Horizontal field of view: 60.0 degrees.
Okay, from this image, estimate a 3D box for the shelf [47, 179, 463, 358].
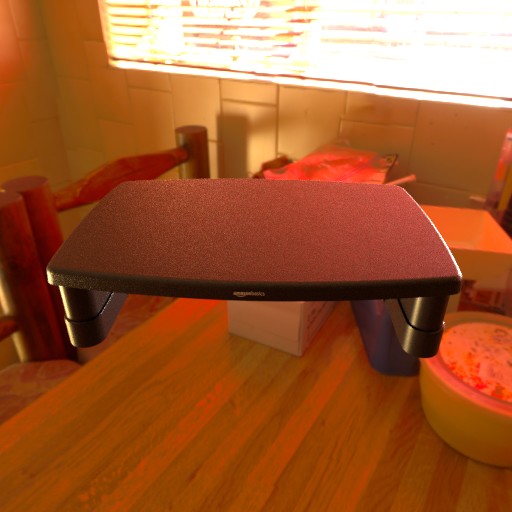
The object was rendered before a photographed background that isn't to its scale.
[{"bbox_3d":[0.000,0.000,0.538,0.410,0.100,0.280,1,30,2],"label":"shelf"}]
